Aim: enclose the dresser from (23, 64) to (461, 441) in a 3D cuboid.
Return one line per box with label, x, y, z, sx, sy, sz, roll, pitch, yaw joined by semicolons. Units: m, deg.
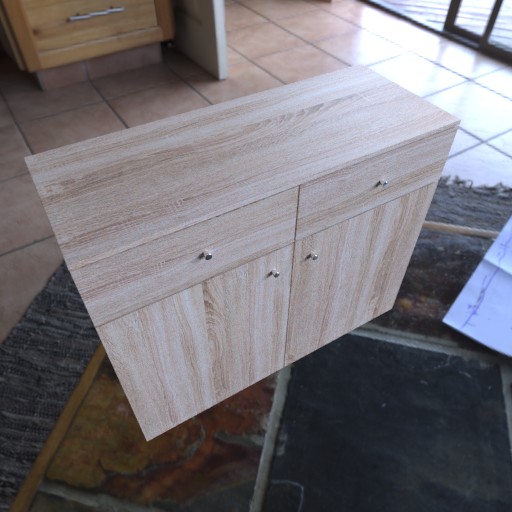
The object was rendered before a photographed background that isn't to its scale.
dresser;0.000;0.000;1.505;1.100;0.900;0.450;-23;51;-21
